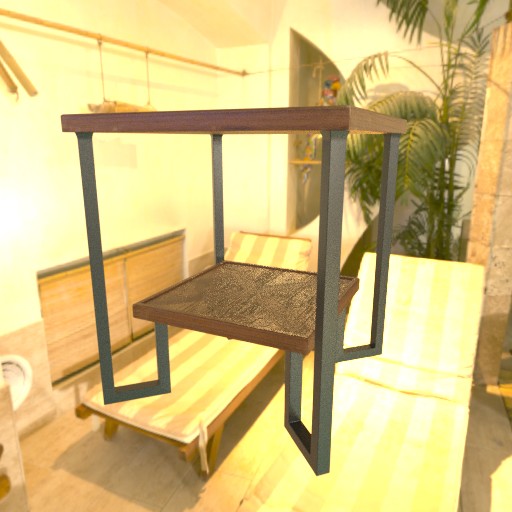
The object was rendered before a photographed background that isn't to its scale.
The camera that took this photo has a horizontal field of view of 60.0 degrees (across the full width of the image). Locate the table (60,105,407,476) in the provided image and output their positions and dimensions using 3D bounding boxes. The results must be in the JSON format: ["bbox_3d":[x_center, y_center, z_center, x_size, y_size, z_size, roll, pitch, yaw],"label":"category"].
[{"bbox_3d":[0.000,0.000,0.943,0.503,0.563,0.503,7,16,25],"label":"table"}]
